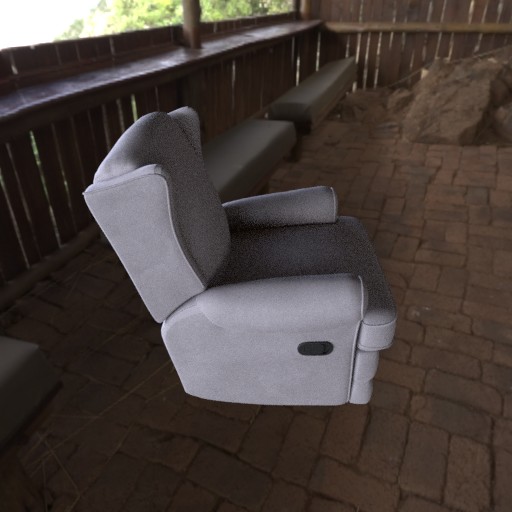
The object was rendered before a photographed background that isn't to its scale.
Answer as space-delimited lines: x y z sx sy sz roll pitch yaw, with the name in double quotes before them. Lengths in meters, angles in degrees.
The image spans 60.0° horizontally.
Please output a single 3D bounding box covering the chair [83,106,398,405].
"chair" 0.000 0.000 1.734 0.969 1.011 0.847 0 33 1
